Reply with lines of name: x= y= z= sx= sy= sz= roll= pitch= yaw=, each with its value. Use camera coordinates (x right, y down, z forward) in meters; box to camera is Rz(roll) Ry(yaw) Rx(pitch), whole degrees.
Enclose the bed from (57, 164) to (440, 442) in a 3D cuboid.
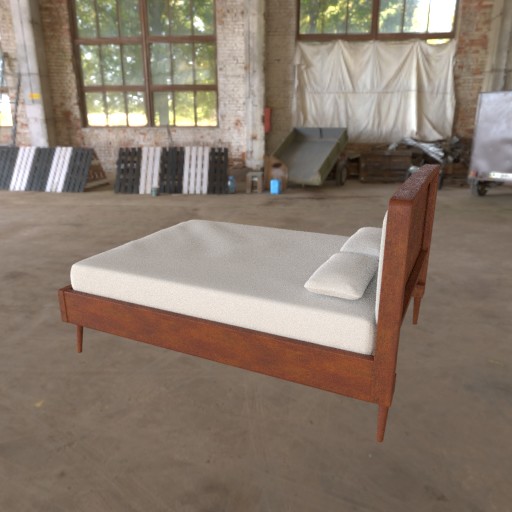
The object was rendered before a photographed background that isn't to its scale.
bed: x=0.000 y=0.000 z=3.156 sx=2.196 sy=1.275 sz=1.587 roll=8 pitch=20 yaw=24
